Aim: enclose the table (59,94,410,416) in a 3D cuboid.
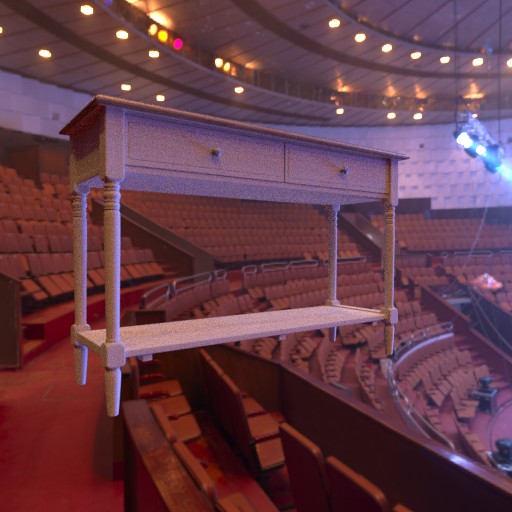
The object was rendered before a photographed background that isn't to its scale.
[{"bbox_3d":[0.000,0.000,1.575,1.219,0.800,0.399,-1,1,-36],"label":"table"}]
